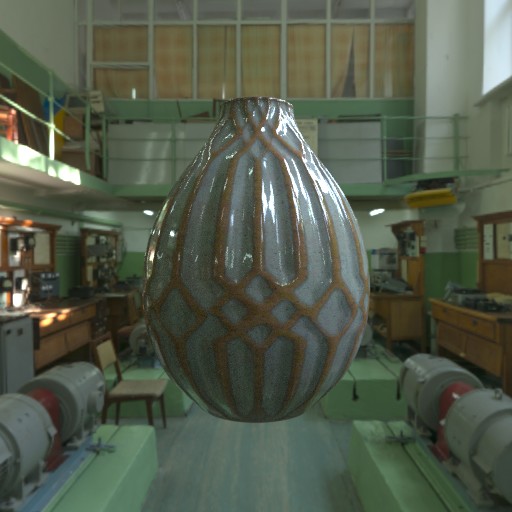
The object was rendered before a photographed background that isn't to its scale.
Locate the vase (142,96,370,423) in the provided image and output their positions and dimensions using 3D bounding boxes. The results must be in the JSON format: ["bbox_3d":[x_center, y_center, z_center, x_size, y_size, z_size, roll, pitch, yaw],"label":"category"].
[{"bbox_3d":[0.000,0.000,0.263,0.131,0.175,0.131,0,1,0],"label":"vase"}]
